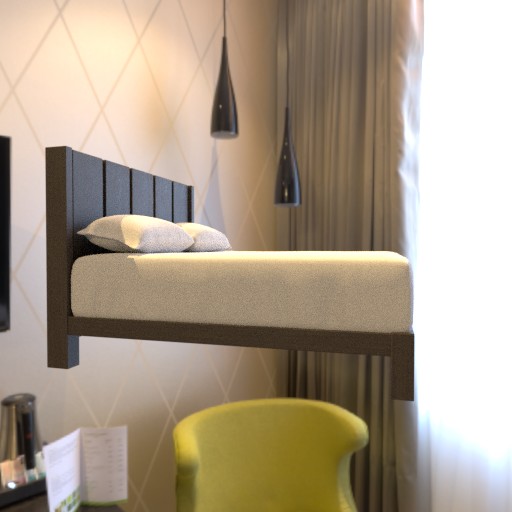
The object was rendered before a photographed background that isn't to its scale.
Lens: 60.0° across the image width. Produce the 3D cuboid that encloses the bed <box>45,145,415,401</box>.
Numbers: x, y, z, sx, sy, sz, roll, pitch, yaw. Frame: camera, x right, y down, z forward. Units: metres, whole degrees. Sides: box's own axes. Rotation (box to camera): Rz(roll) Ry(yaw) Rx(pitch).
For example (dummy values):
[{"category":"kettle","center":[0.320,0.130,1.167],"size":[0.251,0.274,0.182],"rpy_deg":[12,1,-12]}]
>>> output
[{"category":"bed","center":[0.000,0.000,3.086],"size":[1.992,1.261,1.735],"rpy_deg":[0,1,16]}]
